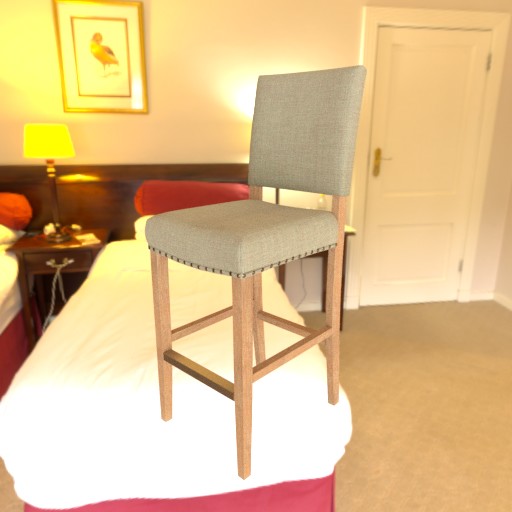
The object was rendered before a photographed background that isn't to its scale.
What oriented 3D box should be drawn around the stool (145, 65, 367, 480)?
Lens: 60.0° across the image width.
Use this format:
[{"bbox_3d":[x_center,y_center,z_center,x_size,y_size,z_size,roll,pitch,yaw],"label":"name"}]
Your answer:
[{"bbox_3d":[0.000,0.000,1.500,0.445,1.203,0.585,15,22,41],"label":"stool"}]
